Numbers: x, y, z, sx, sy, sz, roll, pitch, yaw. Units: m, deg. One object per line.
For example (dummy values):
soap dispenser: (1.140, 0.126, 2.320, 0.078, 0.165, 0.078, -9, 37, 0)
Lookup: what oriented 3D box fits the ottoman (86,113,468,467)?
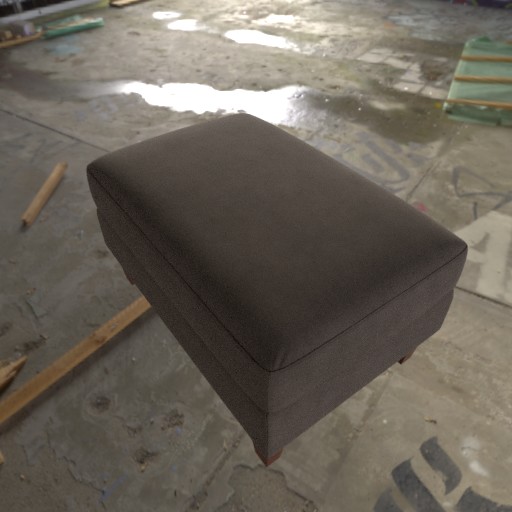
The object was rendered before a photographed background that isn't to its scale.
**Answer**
ottoman: (0.000, 0.000, 1.202, 0.584, 0.483, 0.864, -26, 48, -26)
